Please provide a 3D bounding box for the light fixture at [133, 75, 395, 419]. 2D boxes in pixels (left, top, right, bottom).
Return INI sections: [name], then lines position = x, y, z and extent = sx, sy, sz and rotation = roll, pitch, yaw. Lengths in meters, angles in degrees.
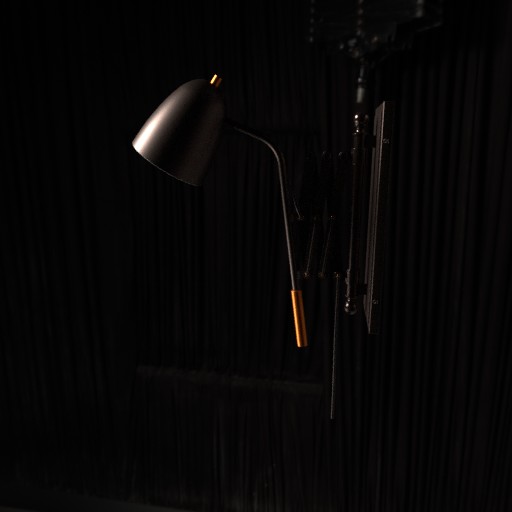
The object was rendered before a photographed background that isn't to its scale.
[light fixture]
position = 0.000, 0.000, 0.929
extent = 0.499, 0.715, 0.162
rotation = 2, 14, 9
